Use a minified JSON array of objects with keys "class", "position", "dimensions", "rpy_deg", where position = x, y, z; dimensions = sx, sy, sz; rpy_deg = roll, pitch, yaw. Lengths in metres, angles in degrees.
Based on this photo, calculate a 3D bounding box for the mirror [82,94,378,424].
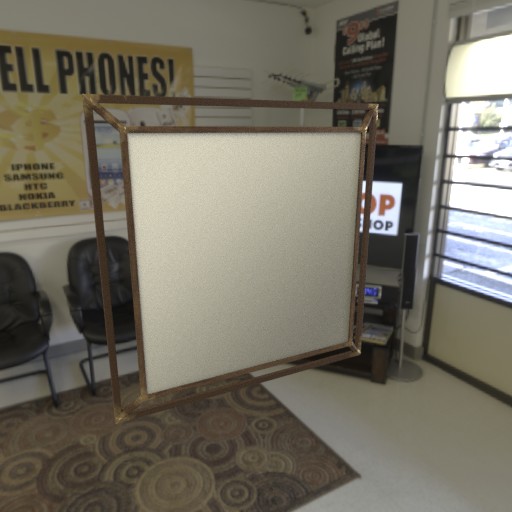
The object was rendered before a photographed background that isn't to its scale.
[{"class":"mirror","position":[0.000,0.000,0.914],"dimensions":[0.610,0.610,0.032],"rpy_deg":[-8,18,-26]}]
